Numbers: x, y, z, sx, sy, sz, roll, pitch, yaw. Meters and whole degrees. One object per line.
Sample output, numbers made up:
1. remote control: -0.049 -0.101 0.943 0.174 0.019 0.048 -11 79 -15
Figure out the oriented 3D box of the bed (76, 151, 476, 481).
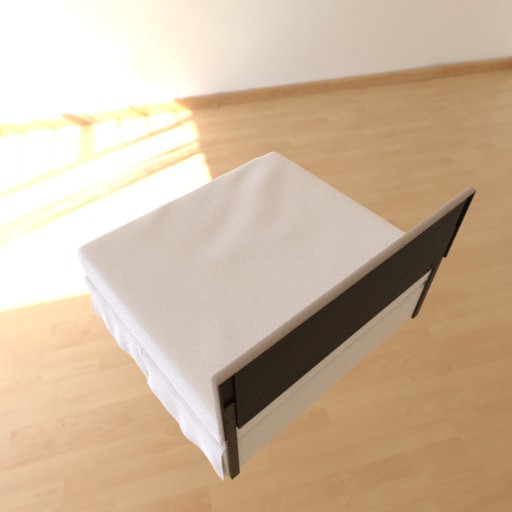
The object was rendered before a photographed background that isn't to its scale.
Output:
1. bed: 0.000 0.000 3.345 2.170 1.346 1.914 -32 54 -27
